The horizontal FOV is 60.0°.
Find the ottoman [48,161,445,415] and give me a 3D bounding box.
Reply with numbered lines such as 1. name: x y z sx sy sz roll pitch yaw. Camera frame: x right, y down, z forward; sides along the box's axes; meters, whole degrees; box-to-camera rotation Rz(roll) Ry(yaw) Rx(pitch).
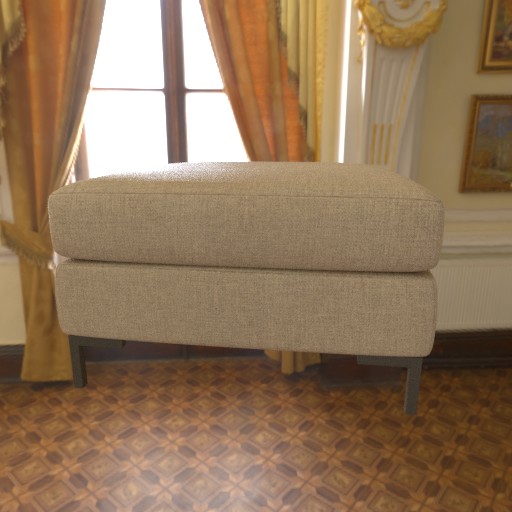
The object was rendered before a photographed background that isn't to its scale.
1. ottoman: 0.000 0.000 1.208 0.820 0.490 0.671 2 15 8
